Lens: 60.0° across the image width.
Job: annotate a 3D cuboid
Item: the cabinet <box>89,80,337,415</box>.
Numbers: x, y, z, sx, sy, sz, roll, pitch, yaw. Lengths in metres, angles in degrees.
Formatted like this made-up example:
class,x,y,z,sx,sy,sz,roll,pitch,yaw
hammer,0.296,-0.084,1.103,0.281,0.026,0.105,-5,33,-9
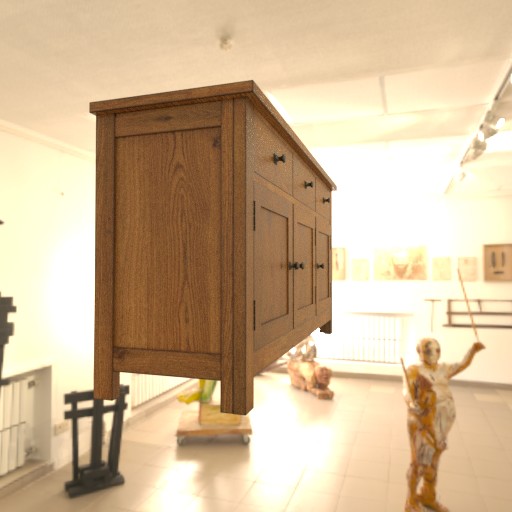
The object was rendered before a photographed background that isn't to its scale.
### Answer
class,x,y,z,sx,sy,sz,roll,pitch,yaw
cabinet,0.000,0.000,1.831,0.480,0.813,1.474,0,-2,18
